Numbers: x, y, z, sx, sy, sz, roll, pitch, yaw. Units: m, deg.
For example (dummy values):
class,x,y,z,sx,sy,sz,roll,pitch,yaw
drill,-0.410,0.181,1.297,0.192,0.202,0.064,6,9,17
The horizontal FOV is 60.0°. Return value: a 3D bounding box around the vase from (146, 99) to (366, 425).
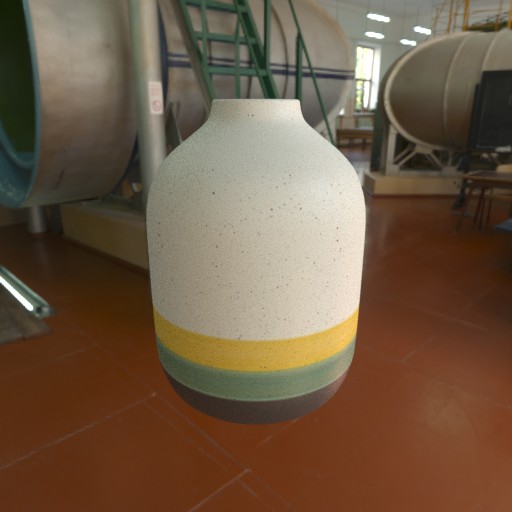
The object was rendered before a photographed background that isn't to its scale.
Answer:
class,x,y,z,sx,sy,sz,roll,pitch,yaw
vase,0.000,0.000,0.361,0.169,0.240,0.169,0,19,0
